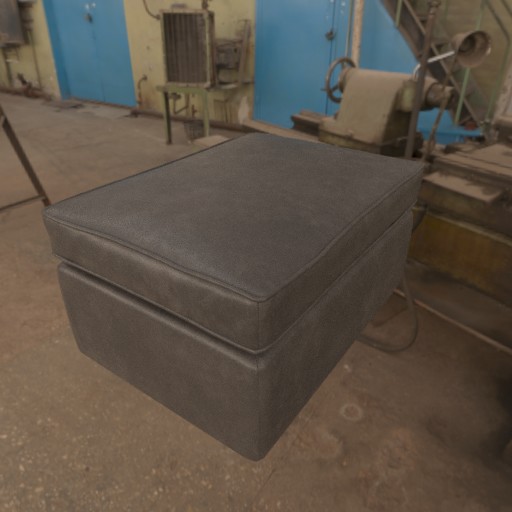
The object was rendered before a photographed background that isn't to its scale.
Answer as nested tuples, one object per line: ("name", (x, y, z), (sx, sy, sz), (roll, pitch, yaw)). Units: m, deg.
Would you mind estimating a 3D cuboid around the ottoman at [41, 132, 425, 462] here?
("ottoman", (0.000, 0.000, 1.095), (0.554, 0.445, 0.756), (20, 35, 30))
